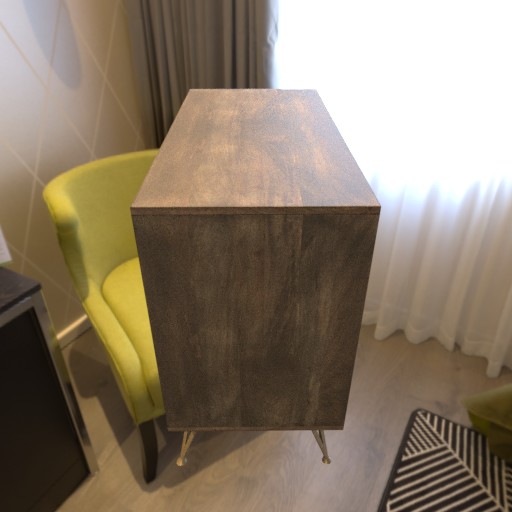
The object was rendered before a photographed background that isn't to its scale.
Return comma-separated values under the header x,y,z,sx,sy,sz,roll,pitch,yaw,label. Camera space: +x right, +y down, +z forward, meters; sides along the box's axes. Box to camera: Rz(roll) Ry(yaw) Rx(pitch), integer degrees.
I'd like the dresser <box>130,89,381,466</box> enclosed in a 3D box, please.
x,y,z,sx,sy,sz,roll,pitch,yaw,label
0.000,0.000,1.387,0.453,0.801,0.923,0,33,0,dresser
